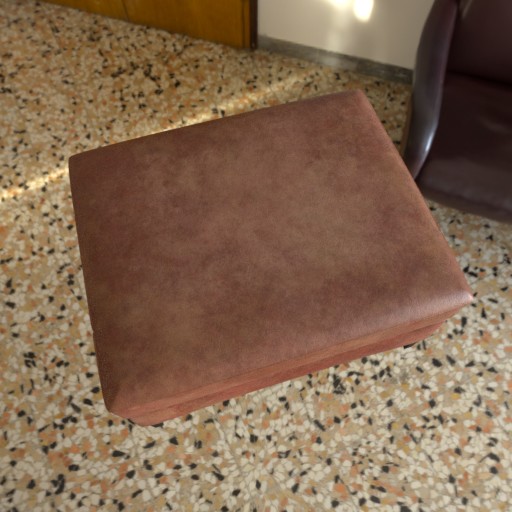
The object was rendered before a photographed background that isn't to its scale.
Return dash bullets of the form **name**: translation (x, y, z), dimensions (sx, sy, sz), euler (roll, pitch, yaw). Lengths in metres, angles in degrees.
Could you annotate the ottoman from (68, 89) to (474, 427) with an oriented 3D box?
- **ottoman**: translation (0.000, 0.000, 1.754), dimensions (1.186, 0.667, 0.965), euler (-15, 66, -7)
